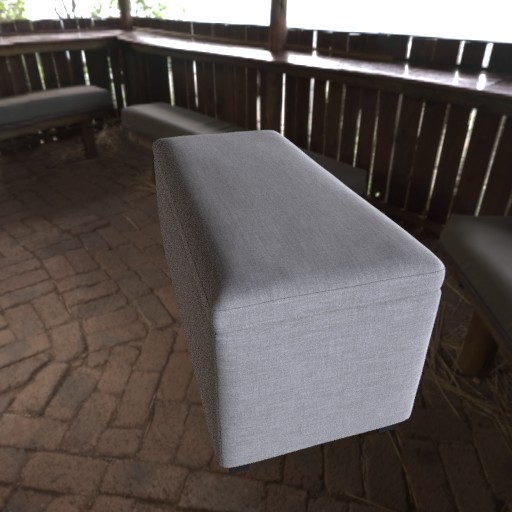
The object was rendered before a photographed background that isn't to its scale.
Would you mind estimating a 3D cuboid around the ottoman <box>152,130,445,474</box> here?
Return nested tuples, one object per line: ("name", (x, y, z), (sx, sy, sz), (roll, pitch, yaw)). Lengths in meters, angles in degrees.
("ottoman", (0.000, 0.000, 1.127), (0.419, 0.432, 0.902), (-9, 32, -14))
